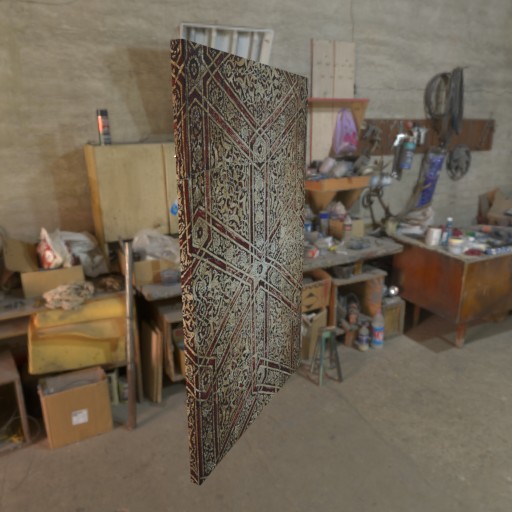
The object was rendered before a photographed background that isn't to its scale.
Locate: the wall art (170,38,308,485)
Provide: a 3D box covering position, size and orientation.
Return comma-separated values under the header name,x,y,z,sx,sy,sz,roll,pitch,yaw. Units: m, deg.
name,x,y,z,sx,sy,sz,roll,pitch,yaw
wall art,0.000,0.000,1.125,0.030,0.904,0.599,8,17,26
